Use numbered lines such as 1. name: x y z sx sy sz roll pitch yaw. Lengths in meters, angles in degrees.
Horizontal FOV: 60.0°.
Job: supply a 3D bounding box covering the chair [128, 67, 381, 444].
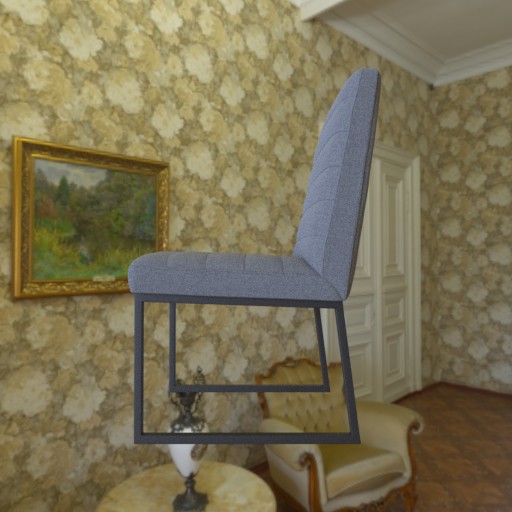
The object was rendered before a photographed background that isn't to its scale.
1. chair: 0.000 0.000 1.323 0.634 0.930 0.520 0 -1 0
